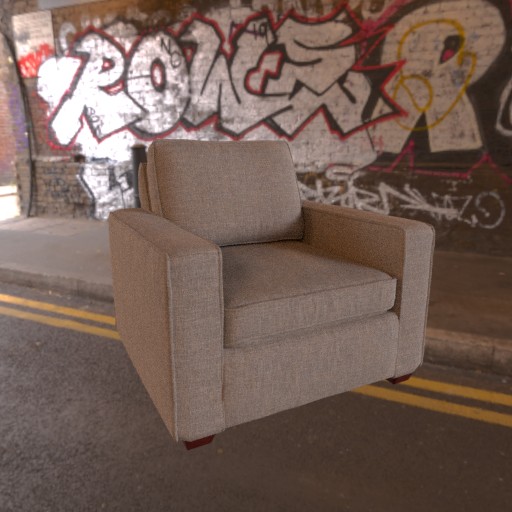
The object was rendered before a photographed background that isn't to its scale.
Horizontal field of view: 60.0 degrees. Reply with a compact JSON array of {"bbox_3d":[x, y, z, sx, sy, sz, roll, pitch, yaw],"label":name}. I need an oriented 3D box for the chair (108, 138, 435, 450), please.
[{"bbox_3d":[0.000,0.000,1.779,1.016,0.914,0.940,-7,16,-26],"label":"chair"}]
